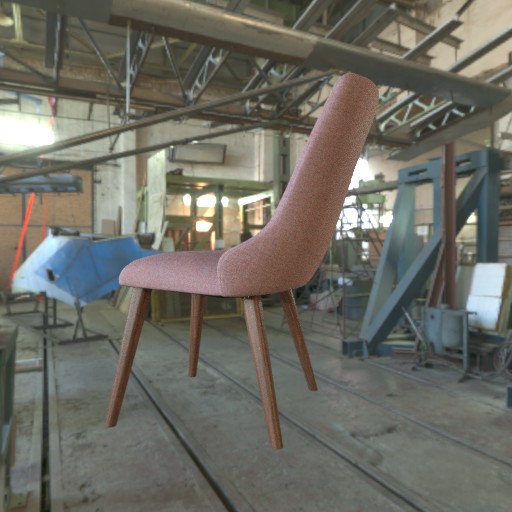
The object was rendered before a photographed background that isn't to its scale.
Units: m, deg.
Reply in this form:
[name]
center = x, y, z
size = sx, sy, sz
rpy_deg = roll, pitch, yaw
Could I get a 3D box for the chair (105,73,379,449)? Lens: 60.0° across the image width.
[chair]
center = 0.000, 0.000, 1.330
size = 0.707, 0.918, 0.535
rpy_deg = 0, 1, 19
